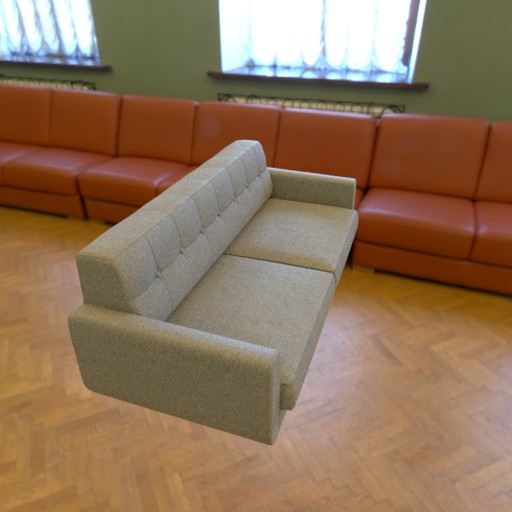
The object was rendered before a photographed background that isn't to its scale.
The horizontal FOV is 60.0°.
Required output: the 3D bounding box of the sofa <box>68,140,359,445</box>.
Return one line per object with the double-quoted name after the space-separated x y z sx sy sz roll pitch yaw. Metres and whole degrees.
0.000 0.000 2.618 0.968 0.873 2.055 10 32 17 "sofa"
